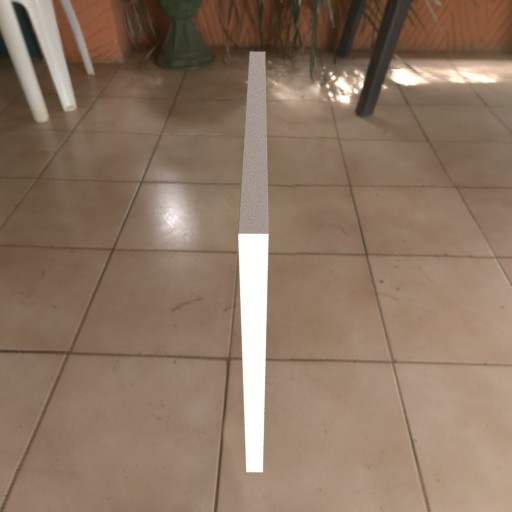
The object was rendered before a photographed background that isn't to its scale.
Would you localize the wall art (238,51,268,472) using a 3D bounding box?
[{"bbox_3d":[0.000,0.000,1.141,0.041,0.765,0.768,0,42,0],"label":"wall art"}]
